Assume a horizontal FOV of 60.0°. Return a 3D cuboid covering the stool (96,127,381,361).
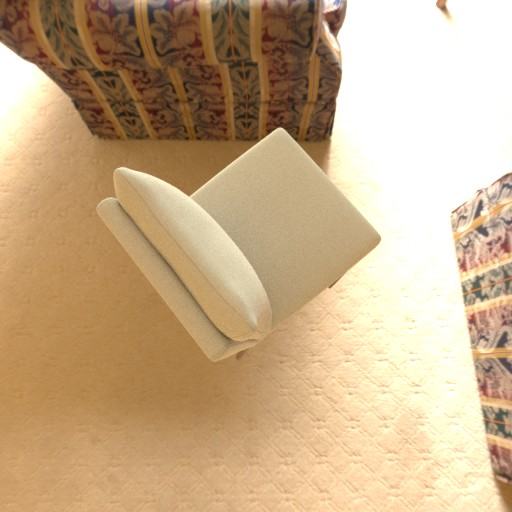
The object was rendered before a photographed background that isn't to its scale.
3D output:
[{"bbox_3d":[0.000,0.000,1.443,0.572,1.125,0.463,-38,79,-9],"label":"stool"}]
